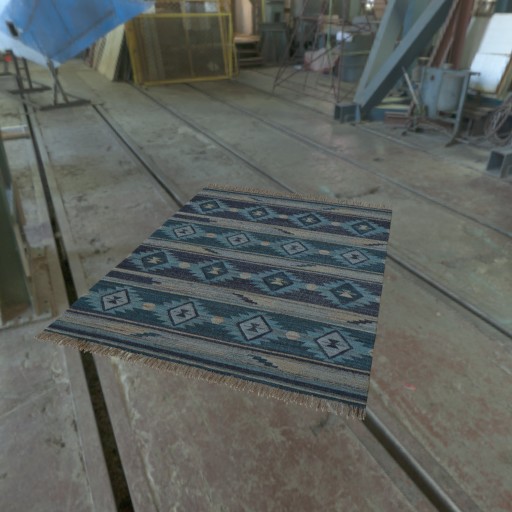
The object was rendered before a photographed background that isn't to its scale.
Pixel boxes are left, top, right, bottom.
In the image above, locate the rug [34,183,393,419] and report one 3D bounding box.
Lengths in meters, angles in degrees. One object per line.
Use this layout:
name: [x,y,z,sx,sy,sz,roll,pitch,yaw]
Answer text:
rug: [0.000,0.000,4.299,2.418,0.047,3.307,9,32,15]
